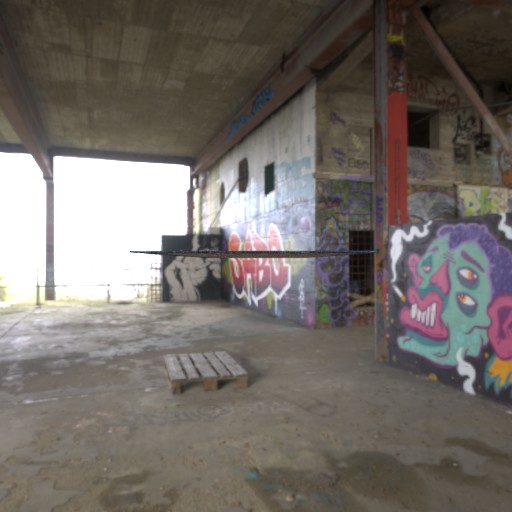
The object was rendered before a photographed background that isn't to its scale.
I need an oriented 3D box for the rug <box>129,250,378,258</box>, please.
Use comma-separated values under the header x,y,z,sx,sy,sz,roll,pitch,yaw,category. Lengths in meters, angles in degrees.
x,y,z,sx,sy,sz,roll,pitch,yaw,category
0.000,0.000,2.639,0.832,0.008,2.362,0,-1,0,rug
